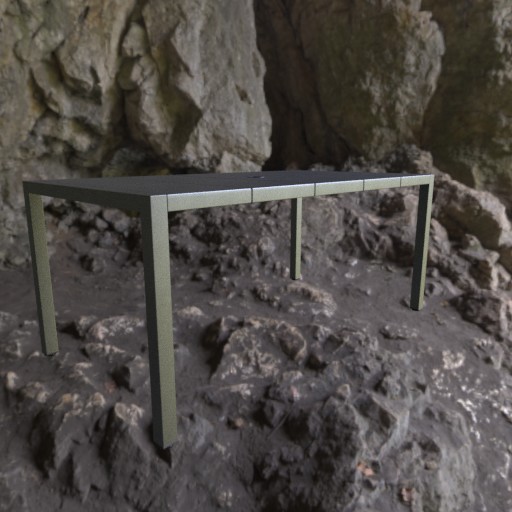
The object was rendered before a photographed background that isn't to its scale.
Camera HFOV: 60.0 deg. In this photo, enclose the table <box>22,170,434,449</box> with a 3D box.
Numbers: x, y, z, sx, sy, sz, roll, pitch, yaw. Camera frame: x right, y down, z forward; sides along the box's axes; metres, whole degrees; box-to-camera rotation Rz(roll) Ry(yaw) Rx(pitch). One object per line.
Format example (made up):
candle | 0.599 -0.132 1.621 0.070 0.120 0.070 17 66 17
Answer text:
table | 0.000 0.000 2.083 0.914 0.735 1.680 12 18 43
